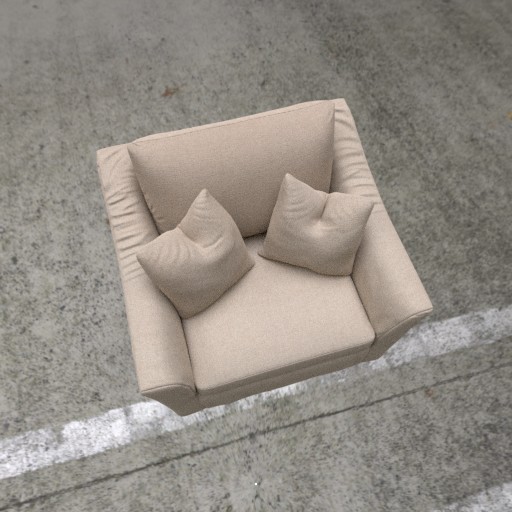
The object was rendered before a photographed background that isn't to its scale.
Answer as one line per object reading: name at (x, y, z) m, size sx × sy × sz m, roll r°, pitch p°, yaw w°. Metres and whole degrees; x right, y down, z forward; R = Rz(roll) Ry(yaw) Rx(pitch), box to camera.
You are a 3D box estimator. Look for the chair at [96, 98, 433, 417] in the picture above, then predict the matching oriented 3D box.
chair at (0.000, 0.000, 2.086) m, size 1.194 × 1.093 × 1.071 m, roll -14°, pitch 64°, yaw -7°
